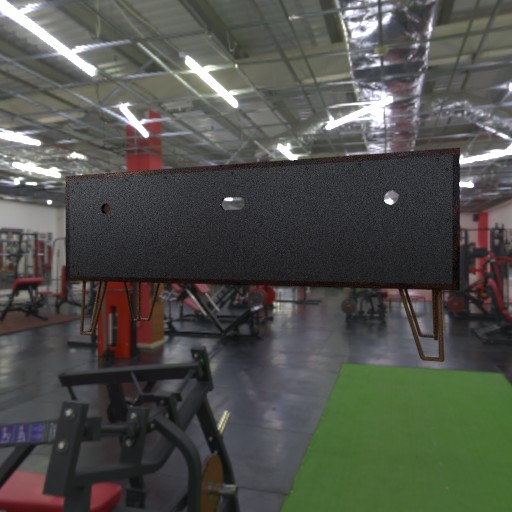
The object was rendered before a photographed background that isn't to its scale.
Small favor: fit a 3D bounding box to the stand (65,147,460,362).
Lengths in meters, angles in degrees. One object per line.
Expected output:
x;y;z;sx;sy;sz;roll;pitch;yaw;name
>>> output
0.000;0.000;1.688;1.372;0.610;0.481;0;0;19;stand
